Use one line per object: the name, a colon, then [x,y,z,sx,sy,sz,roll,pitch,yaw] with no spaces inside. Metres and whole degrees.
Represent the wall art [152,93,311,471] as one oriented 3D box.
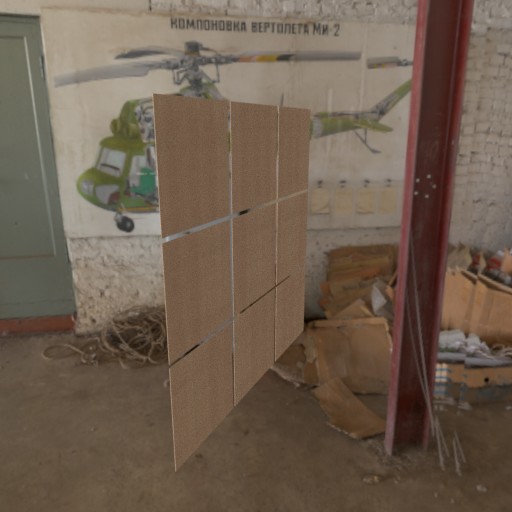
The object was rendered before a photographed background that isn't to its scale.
wall art: [0.000,0.000,2.315,0.002,1.505,1.517,8,18,25]
